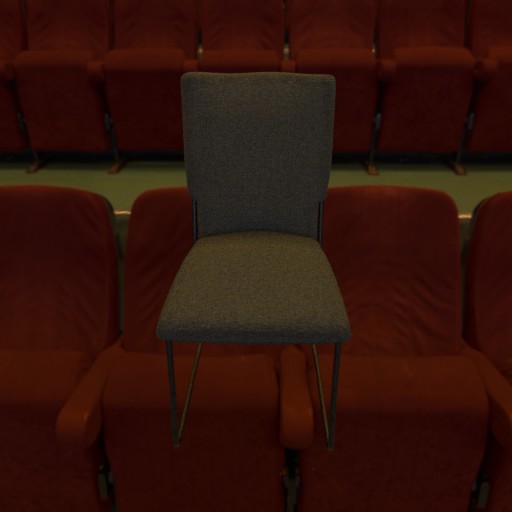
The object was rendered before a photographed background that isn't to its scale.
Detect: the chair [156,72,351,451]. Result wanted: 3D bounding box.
[{"bbox_3d":[0.000,0.000,1.286,0.480,0.931,0.635,1,29,1],"label":"chair"}]
